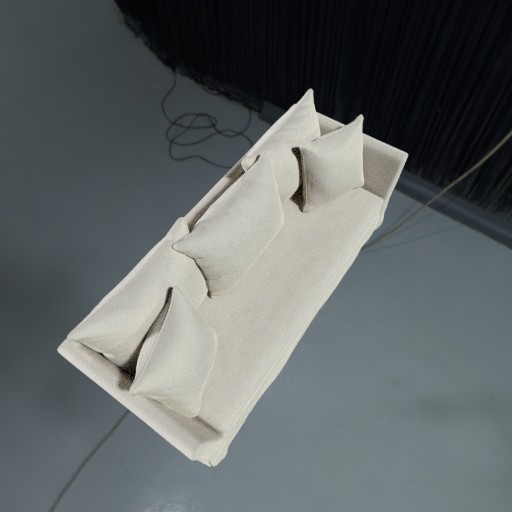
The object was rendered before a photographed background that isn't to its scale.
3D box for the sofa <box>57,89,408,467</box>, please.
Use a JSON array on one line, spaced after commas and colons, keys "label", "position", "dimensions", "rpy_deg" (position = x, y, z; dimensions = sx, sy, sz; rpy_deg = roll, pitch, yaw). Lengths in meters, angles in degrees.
[{"label": "sofa", "position": [0.000, 0.000, 3.028], "dimensions": [1.046, 1.047, 2.499], "rpy_deg": [31, 63, 17]}]
